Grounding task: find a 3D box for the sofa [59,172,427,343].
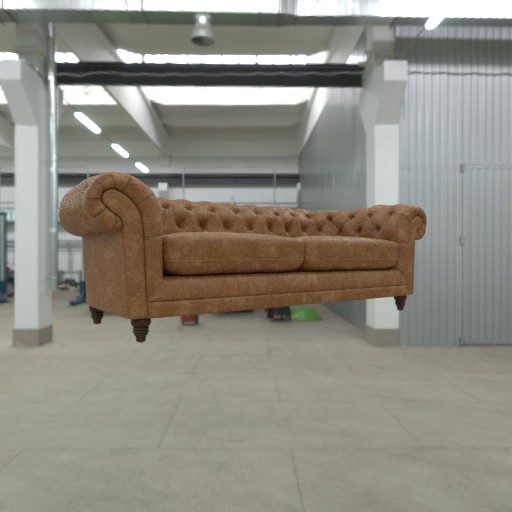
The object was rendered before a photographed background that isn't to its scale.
[{"bbox_3d":[0.000,0.000,2.850,2.365,0.760,0.989,0,0,-36],"label":"sofa"}]
